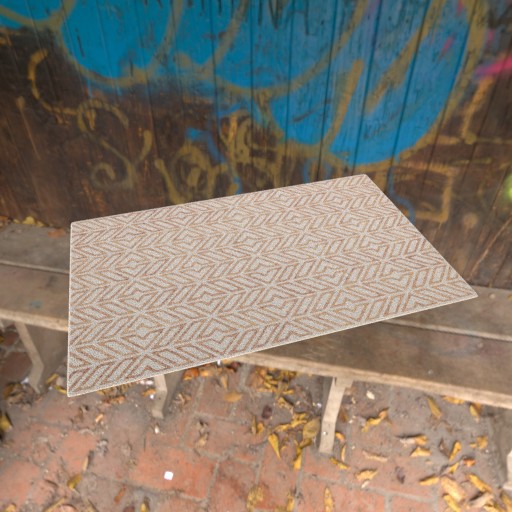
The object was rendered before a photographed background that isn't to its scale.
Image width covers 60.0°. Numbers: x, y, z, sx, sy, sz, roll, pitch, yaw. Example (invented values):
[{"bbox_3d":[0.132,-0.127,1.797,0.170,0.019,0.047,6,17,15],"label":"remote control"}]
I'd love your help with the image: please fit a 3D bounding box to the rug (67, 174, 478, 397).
[{"bbox_3d":[0.000,0.000,3.038,2.438,0.008,1.523,-11,43,-12],"label":"rug"}]
